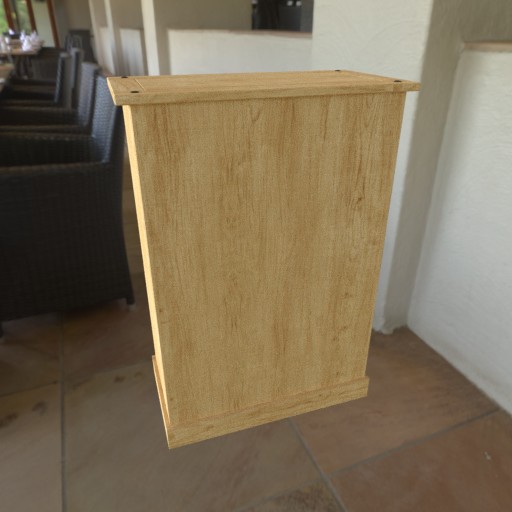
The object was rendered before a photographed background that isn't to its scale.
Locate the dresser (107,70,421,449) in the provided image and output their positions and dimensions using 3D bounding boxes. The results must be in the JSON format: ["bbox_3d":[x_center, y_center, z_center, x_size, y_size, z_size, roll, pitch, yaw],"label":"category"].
[{"bbox_3d":[0.000,0.000,1.740,0.915,1.300,0.485,-9,29,-16],"label":"dresser"}]
